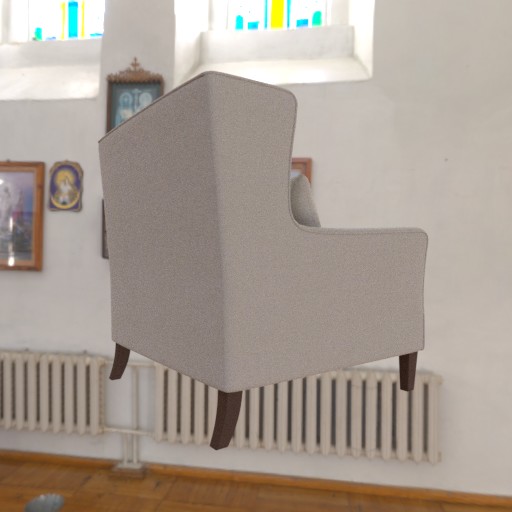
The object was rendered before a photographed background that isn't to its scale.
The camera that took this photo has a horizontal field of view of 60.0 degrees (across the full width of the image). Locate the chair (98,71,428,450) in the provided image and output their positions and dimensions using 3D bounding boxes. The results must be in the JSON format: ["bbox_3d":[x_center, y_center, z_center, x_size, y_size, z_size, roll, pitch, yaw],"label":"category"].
[{"bbox_3d":[0.000,0.000,1.830,1.040,1.056,0.982,0,0,-37],"label":"chair"}]
